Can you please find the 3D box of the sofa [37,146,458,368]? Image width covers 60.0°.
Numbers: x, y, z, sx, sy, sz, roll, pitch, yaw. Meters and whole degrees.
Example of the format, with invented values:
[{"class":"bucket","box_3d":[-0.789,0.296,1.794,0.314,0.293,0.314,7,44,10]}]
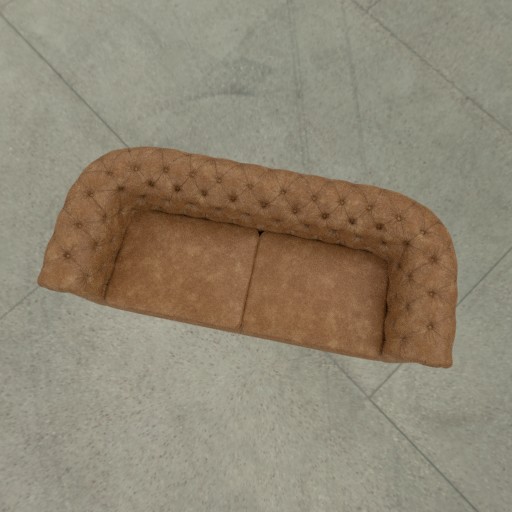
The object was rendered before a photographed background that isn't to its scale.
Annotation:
[{"class":"sofa","box_3d":[0.000,0.000,2.824,2.365,0.760,0.989,11,76,3]}]
